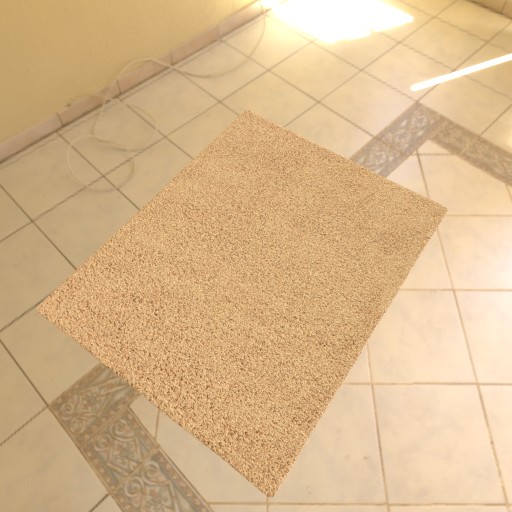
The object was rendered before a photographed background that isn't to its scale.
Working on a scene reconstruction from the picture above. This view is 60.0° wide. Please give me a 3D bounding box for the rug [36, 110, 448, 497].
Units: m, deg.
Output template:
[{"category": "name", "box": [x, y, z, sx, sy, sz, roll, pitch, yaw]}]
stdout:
[{"category": "rug", "box": [0.000, 0.000, 4.037, 2.438, 0.029, 3.047, 31, 64, 17]}]
